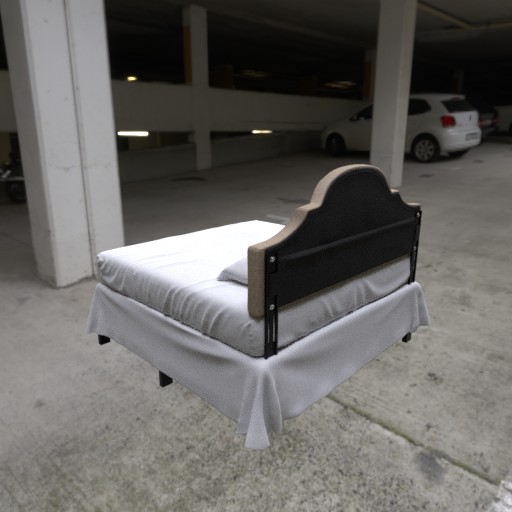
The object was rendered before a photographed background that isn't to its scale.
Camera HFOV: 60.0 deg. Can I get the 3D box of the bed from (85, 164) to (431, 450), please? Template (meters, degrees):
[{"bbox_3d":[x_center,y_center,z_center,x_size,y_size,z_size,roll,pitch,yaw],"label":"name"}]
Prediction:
[{"bbox_3d":[0.000,0.000,3.780,2.222,1.631,2.303,15,22,42],"label":"bed"}]
